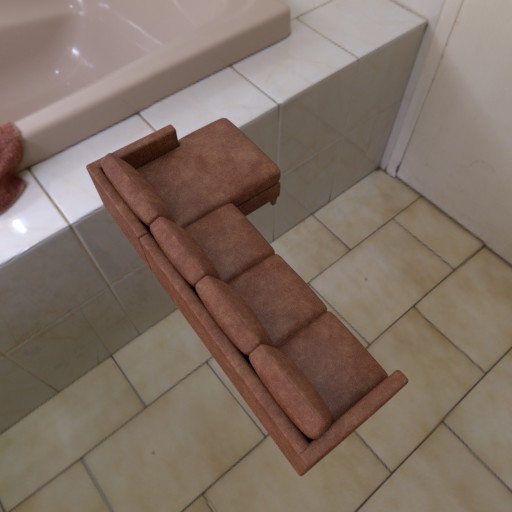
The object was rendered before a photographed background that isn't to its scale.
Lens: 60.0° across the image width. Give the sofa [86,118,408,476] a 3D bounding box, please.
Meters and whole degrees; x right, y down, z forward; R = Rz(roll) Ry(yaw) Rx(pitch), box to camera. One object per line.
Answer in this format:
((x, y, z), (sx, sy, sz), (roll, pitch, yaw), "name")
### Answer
((0.000, 0.000, 3.958), (1.581, 0.883, 3.203), (-33, 64, -18), "sofa")
